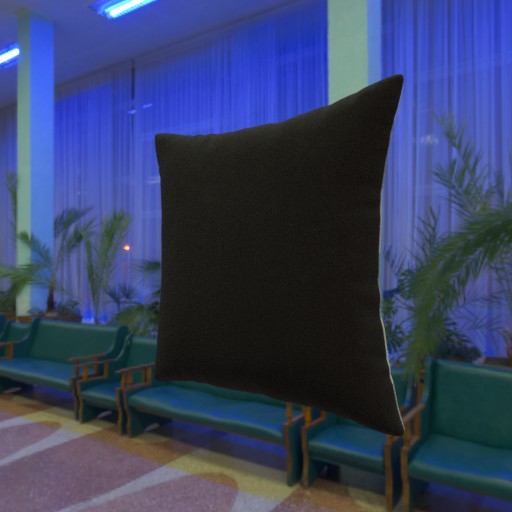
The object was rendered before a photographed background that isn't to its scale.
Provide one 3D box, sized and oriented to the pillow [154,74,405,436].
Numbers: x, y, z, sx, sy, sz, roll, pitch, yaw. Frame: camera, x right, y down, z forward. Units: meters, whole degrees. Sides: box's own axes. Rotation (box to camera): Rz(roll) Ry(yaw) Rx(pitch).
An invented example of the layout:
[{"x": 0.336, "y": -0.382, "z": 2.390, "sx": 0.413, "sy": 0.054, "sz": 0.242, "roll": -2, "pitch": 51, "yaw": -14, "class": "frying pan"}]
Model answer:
[{"x": 0.000, "y": 0.000, "z": 0.767, "sx": 0.511, "sy": 0.509, "sz": 0.161, "roll": -1, "pitch": -1, "yaw": 36, "class": "pillow"}]
